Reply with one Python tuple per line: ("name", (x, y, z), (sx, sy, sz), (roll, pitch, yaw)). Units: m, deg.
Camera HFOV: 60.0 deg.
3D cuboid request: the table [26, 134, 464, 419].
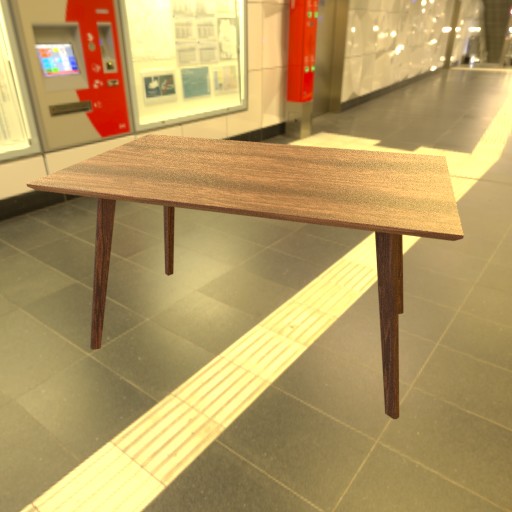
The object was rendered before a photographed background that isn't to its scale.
("table", (0.000, 0.000, 1.797), (1.349, 0.724, 0.801), (8, 29, 16))
